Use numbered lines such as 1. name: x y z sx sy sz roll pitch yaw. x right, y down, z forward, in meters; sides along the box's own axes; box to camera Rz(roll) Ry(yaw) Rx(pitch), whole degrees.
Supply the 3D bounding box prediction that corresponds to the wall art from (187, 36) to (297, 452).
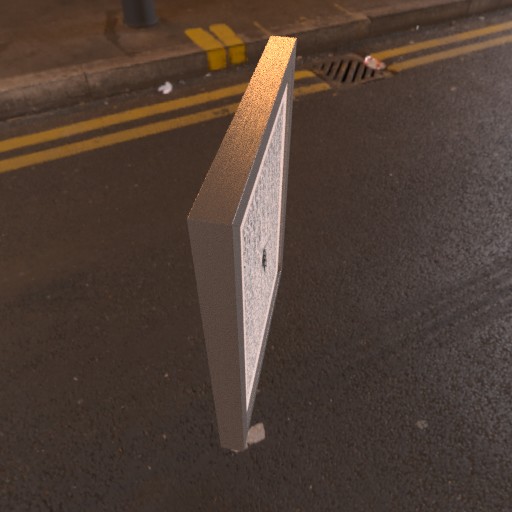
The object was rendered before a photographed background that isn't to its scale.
1. wall art: 0.000 0.000 0.518 0.030 0.379 0.308 8 47 8
